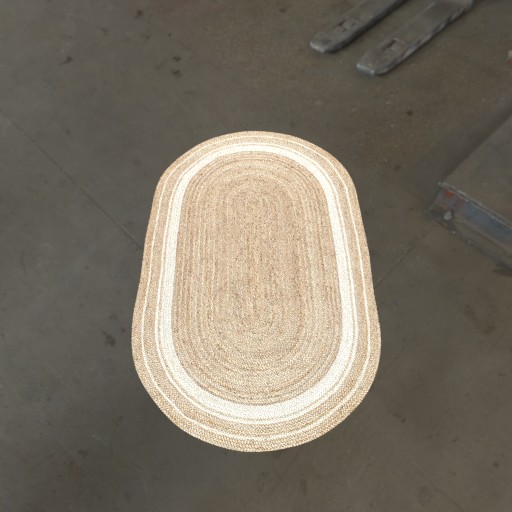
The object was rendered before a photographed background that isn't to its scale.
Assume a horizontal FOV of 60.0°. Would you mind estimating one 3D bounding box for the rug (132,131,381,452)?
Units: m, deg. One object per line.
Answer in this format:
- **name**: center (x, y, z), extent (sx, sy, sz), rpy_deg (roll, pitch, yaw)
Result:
- **rug**: center (0.000, 0.000, 2.974), extent (1.520, 0.006, 2.432), rpy_deg (0, 57, 0)
